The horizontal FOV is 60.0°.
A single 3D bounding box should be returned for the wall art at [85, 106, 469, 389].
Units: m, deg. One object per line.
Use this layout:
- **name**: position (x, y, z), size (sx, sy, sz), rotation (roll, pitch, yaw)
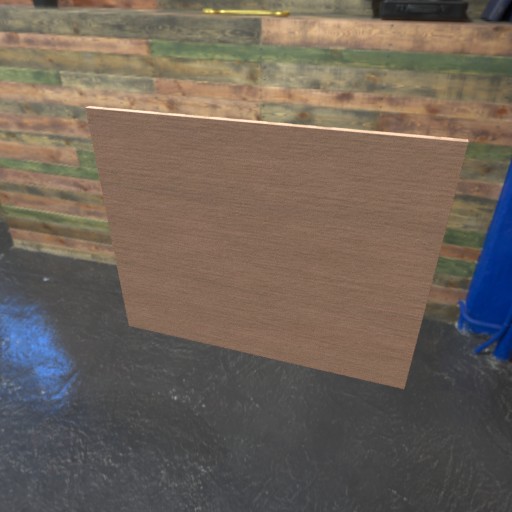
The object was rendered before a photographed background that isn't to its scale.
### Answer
- **wall art**: position (0.000, 0.000, 0.679), size (0.508, 0.408, 0.010), rotation (10, 34, 15)
